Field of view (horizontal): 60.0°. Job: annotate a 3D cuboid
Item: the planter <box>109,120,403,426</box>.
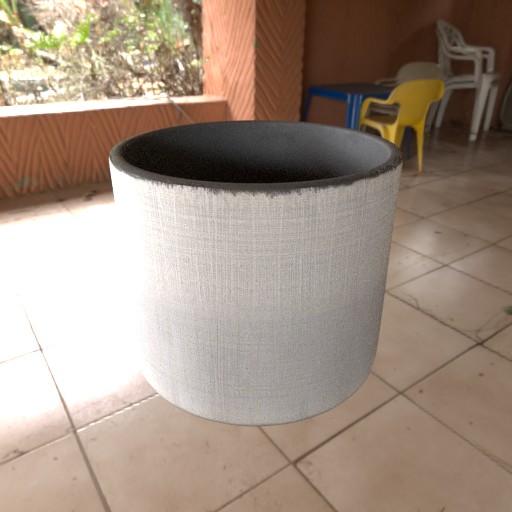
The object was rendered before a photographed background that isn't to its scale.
[{"bbox_3d":[0.000,0.000,0.439,0.254,0.221,0.254,0,27,0],"label":"planter"}]
